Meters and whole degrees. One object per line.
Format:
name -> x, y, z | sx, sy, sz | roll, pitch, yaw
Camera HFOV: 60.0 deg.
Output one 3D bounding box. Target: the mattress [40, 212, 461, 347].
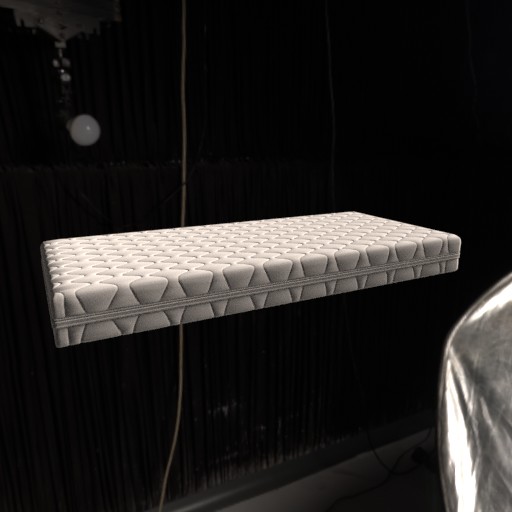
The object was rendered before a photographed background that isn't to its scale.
mattress -> 0.000, 0.000, 2.312 | 2.000, 0.200, 0.900 | -8, 17, -26
